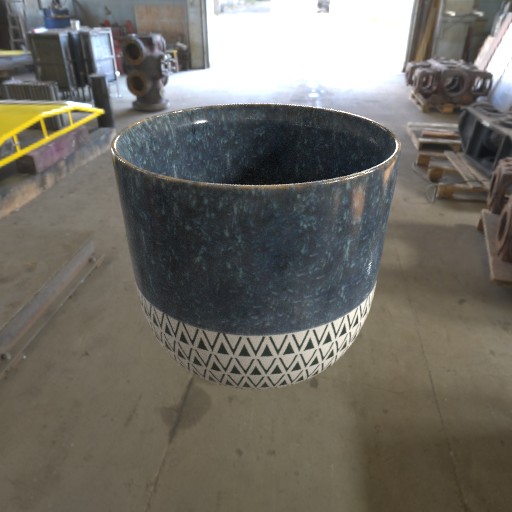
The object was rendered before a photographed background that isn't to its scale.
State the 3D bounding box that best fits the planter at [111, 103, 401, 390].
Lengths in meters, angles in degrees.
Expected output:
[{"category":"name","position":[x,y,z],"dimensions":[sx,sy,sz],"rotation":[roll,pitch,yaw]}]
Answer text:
[{"category":"planter","position":[0.000,0.000,0.489],"dimensions":[0.266,0.270,0.266],"rotation":[0,31,0]}]
